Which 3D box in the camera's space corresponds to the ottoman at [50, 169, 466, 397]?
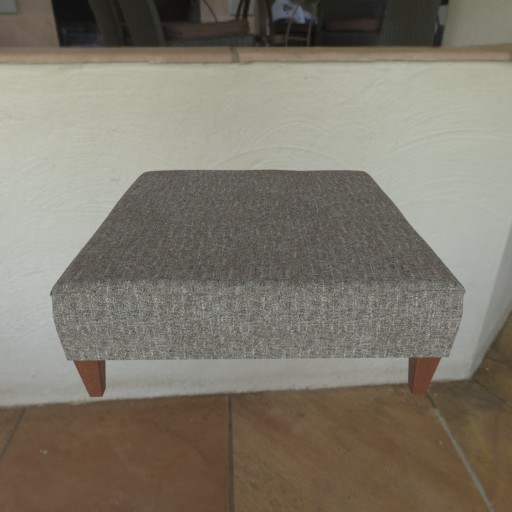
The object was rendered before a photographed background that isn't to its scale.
[{"bbox_3d":[0.000,0.000,1.526,0.981,0.379,1.016,0,27,-1],"label":"ottoman"}]
